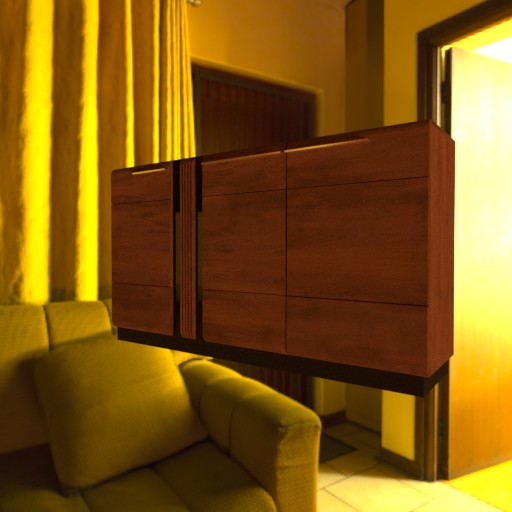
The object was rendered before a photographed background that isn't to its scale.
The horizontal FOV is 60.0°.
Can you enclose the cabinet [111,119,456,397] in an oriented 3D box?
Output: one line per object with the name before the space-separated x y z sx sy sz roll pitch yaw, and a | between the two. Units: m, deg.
cabinet | 0.000 0.000 2.019 1.600 0.900 0.420 1 1 35
